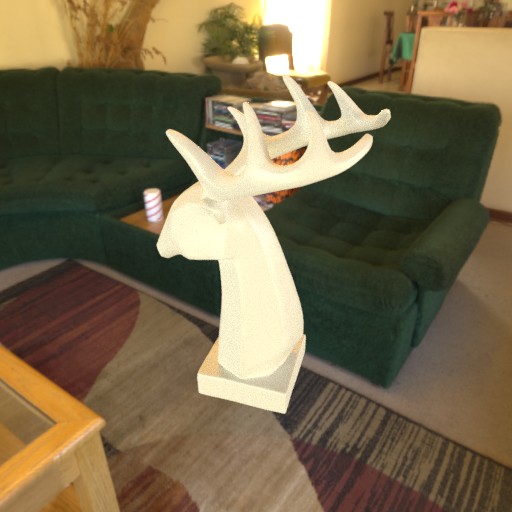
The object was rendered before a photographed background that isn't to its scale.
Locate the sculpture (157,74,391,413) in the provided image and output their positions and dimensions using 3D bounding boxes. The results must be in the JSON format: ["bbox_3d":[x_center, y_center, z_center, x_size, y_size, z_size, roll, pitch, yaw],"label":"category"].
[{"bbox_3d":[0.000,0.000,0.454,0.224,0.329,0.174,9,31,15],"label":"sculpture"}]
